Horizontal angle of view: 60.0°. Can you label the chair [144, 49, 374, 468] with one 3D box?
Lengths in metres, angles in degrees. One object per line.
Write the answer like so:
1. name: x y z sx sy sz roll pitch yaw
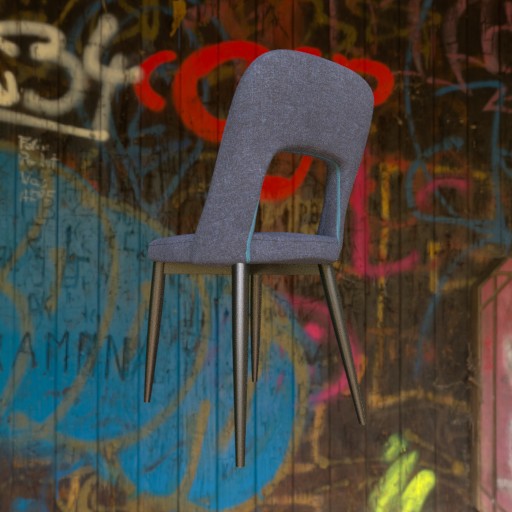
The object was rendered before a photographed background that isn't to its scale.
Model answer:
1. chair: 0.000 0.000 1.281 0.470 0.931 0.612 1 -1 -36
